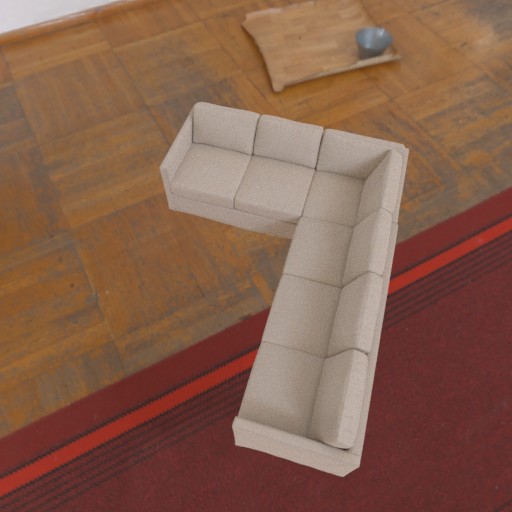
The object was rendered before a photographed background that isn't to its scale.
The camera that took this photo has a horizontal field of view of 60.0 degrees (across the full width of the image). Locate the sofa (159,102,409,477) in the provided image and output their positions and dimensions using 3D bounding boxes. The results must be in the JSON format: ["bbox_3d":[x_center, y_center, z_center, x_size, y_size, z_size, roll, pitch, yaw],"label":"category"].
[{"bbox_3d":[0.000,0.000,4.224,2.432,0.871,3.182,14,59,9],"label":"sofa"}]
